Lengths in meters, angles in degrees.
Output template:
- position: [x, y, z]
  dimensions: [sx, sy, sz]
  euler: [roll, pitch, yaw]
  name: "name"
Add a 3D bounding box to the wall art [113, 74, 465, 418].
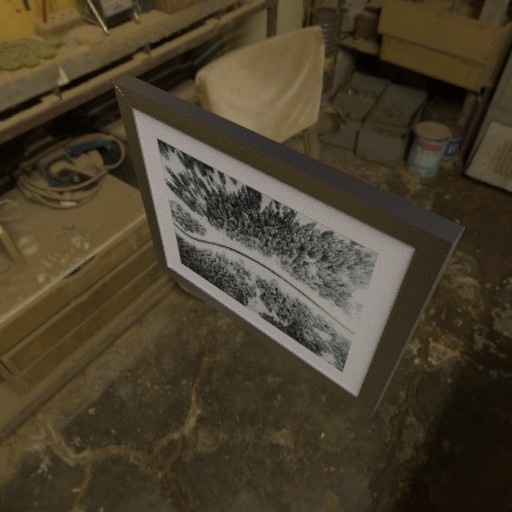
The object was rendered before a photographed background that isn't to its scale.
- position: [0.000, 0.000, 0.757]
  dimensions: [0.557, 0.456, 0.032]
  euler: [31, 55, 25]
  name: "wall art"
